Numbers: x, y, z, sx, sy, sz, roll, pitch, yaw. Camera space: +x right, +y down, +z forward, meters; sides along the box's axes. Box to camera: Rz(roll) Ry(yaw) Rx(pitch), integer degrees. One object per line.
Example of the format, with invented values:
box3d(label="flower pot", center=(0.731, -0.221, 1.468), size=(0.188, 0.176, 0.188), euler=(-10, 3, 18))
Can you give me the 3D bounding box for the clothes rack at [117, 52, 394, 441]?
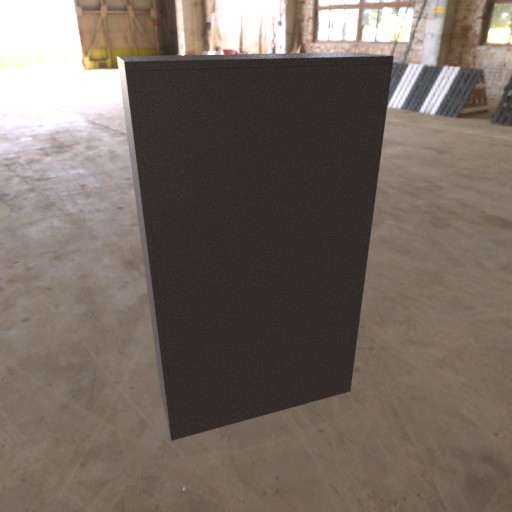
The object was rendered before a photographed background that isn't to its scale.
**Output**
box3d(label="clothes rack", center=(0.000, 0.000, 1.555), size=(0.750, 1.280, 0.250), euler=(-9, 28, -17))
